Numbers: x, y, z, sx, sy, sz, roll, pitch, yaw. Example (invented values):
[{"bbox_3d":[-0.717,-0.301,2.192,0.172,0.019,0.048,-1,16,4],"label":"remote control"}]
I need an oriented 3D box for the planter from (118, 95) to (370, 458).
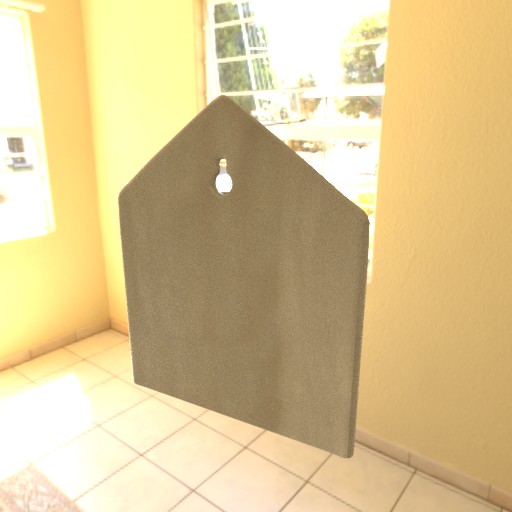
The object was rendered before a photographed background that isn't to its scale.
[{"bbox_3d":[0.000,0.000,0.288,0.163,0.194,0.080,9,19,27],"label":"planter"}]
